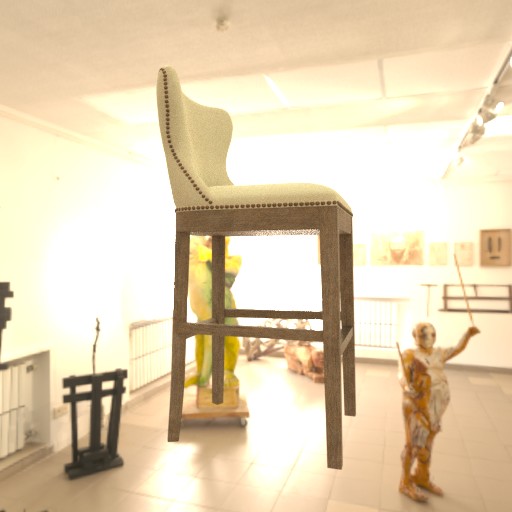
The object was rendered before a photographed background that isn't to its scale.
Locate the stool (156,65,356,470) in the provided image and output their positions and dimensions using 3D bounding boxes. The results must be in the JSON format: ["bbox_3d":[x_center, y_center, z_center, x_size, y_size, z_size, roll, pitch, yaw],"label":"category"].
[{"bbox_3d":[0.000,0.000,1.449,0.606,1.123,0.494,0,1,18],"label":"stool"}]
